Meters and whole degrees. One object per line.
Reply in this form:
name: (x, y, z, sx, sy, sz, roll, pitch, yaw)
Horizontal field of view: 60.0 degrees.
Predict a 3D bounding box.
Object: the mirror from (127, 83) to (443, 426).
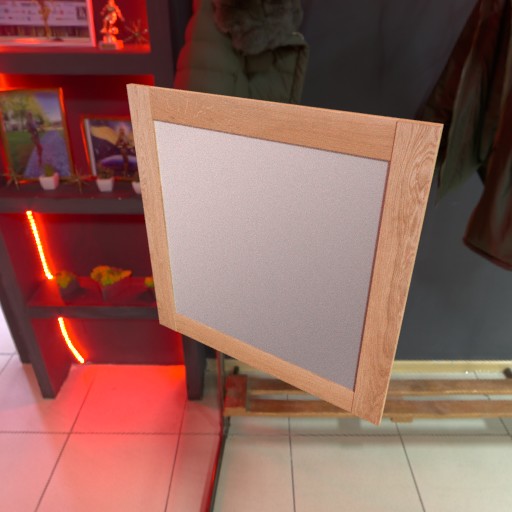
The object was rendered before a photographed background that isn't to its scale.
mirror: (0.000, 0.000, 1.187, 0.800, 0.800, 0.020, 18, 35, 28)
